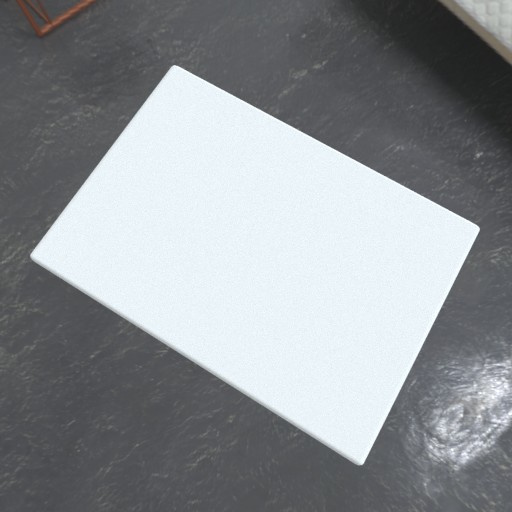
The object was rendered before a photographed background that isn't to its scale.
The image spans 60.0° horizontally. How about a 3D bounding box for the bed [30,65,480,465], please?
[{"bbox_3d":[0.000,0.000,2.559,1.927,0.616,1.348,30,78,7],"label":"bed"}]
